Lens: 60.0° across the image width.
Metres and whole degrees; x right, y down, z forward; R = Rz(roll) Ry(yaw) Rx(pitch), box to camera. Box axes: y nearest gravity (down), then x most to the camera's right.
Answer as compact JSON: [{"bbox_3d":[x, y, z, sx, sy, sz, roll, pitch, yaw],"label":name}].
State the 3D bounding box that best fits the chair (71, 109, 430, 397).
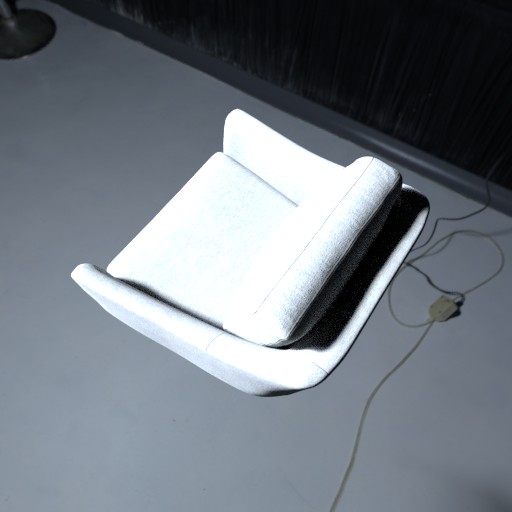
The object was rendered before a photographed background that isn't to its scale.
[{"bbox_3d":[0.000,0.000,1.733,0.961,0.902,0.986,32,67,15],"label":"chair"}]
